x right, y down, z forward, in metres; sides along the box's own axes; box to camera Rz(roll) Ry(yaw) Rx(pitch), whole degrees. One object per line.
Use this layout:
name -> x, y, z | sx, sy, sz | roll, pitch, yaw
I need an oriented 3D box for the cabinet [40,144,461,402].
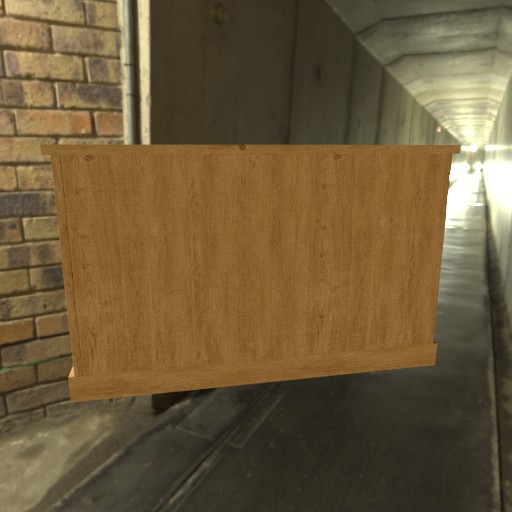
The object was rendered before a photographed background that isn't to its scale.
cabinet -> 0.000, 0.000, 1.669 | 1.321, 0.810, 0.432 | -3, 14, -11
